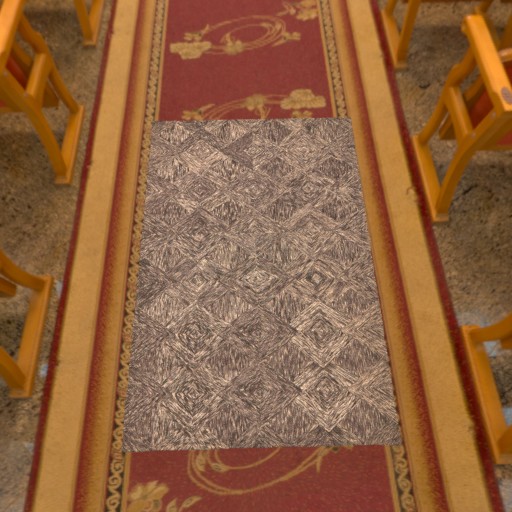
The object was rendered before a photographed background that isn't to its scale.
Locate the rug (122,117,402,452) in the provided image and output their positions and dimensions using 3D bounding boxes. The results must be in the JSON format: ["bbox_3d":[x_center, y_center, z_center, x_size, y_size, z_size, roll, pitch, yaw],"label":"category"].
[{"bbox_3d":[0.000,0.000,2.255,1.189,0.011,1.808,-1,65,-1],"label":"rug"}]
